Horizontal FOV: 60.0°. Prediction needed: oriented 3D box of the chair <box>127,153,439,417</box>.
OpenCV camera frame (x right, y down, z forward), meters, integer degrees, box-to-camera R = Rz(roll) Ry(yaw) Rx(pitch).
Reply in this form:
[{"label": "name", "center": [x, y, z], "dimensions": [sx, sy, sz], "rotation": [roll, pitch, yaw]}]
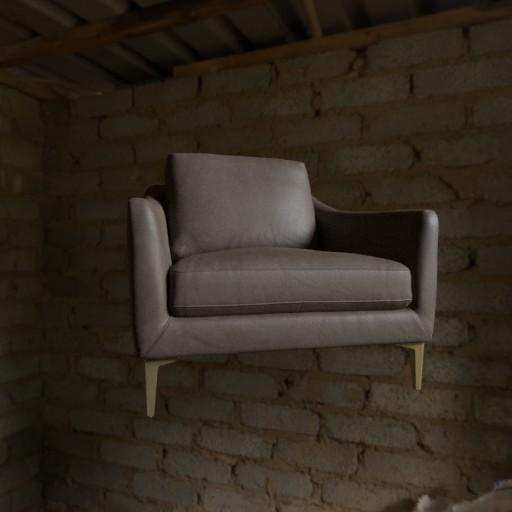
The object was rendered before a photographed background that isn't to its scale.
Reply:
[{"label": "chair", "center": [0.000, 0.000, 1.755], "dimensions": [0.988, 0.901, 0.961], "rotation": [0, -1, -17]}]
